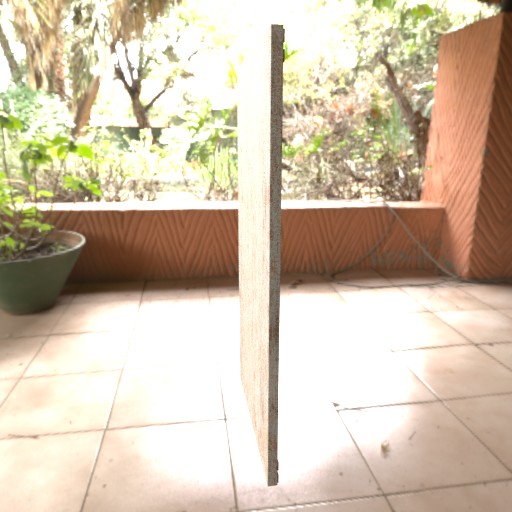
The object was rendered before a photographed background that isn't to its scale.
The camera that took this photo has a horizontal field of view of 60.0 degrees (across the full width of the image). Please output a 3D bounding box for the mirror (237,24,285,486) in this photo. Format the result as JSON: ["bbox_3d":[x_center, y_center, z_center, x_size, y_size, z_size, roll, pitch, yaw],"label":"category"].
[{"bbox_3d":[0.000,0.000,1.084,0.027,0.922,0.472,-2,14,-9],"label":"mirror"}]
